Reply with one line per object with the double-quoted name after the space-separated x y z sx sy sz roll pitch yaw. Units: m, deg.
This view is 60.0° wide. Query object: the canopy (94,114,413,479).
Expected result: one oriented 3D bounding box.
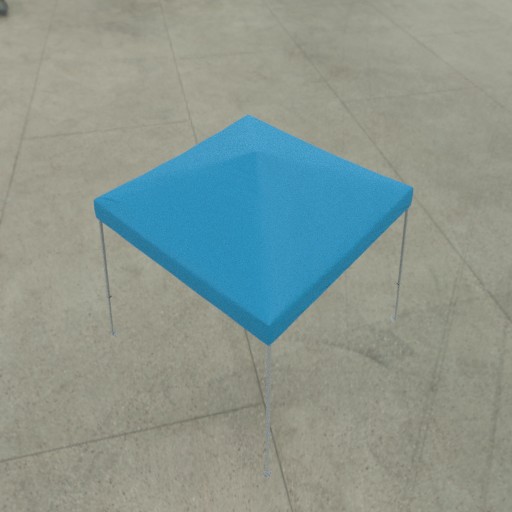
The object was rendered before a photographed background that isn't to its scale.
0.000 0.000 5.220 2.850 2.850 2.849 32 54 28 "canopy"
